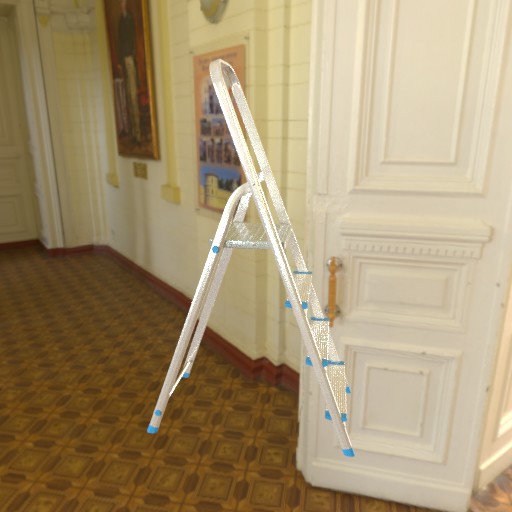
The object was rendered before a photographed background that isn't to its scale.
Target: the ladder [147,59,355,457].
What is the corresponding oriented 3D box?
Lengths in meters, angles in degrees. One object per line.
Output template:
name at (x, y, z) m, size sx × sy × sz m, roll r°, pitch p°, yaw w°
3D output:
ladder at (0.000, 0.000, 1.764) m, size 0.842 × 1.434 × 0.445 m, roll 3°, pitch 17°, yaw 9°
